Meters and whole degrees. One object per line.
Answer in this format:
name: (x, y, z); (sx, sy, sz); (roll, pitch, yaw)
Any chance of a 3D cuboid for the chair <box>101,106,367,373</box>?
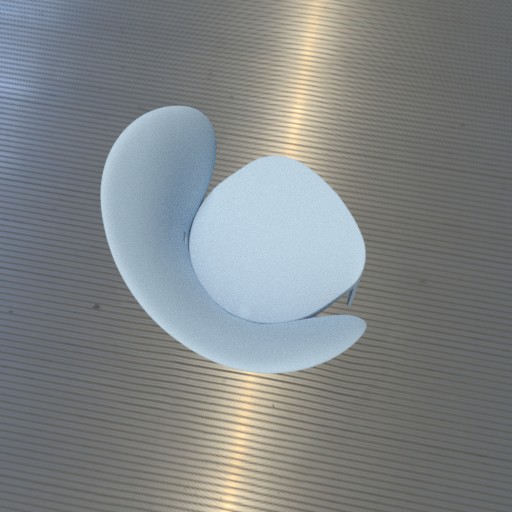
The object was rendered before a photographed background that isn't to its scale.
chair: (0.000, 0.000, 0.868); (0.402, 0.554, 0.451); (-35, 78, -8)
